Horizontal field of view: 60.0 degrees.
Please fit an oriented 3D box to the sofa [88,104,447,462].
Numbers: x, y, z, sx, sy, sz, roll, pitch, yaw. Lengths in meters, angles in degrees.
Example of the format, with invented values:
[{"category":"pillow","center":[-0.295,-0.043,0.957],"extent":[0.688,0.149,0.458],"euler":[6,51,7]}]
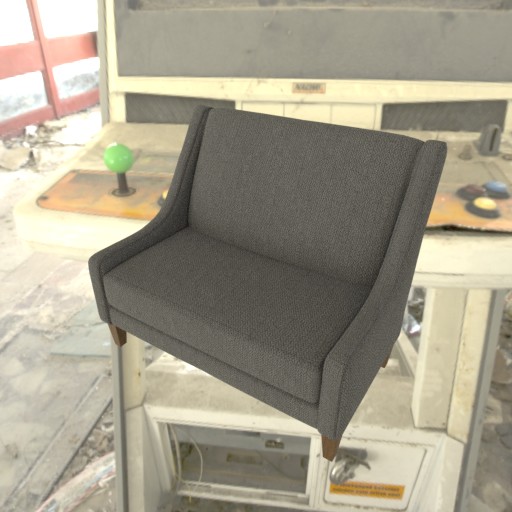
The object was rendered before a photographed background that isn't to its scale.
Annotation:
[{"category":"sofa","center":[0.000,0.000,1.928],"extent":[1.242,1.022,0.873],"euler":[18,35,28]}]
